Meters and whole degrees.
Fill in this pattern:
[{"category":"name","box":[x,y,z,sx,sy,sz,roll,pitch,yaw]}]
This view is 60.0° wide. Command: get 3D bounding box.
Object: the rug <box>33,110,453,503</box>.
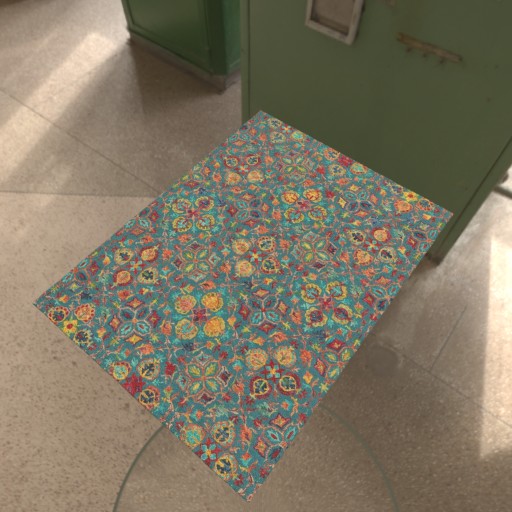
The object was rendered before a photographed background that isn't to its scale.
[{"category":"rug","box":[0.000,0.000,4.115,2.434,0.025,3.204,34,64,19]}]
